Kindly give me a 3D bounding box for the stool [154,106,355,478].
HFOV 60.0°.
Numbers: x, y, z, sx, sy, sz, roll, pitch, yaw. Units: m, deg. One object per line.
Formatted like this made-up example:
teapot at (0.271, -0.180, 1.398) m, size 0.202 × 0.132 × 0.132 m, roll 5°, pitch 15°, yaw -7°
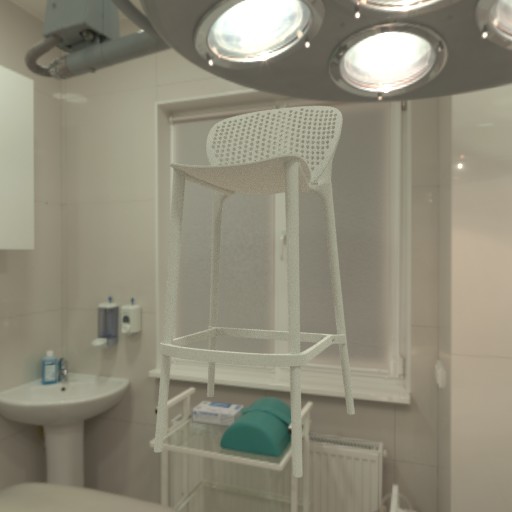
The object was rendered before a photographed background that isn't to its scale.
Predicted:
stool at (0.000, 0.000, 1.341) m, size 0.536 × 1.045 × 0.535 m, roll 0°, pitch 1°, yaw 20°
